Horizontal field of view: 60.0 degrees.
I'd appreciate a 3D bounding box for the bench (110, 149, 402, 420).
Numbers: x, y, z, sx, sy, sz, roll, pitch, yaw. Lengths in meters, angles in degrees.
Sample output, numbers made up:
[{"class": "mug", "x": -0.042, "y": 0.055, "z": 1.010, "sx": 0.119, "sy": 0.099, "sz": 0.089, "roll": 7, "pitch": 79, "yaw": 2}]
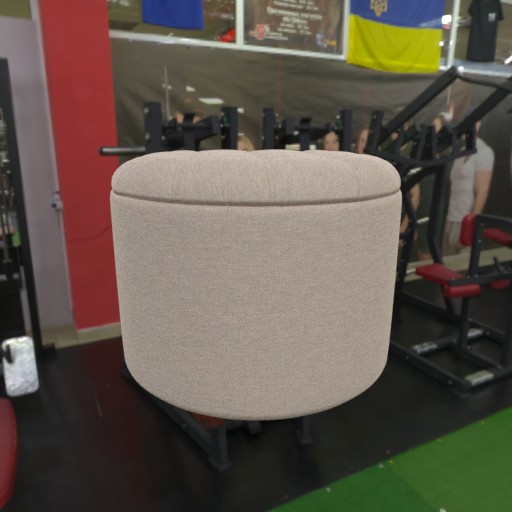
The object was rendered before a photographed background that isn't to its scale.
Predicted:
[{"class": "bench", "x": 0.000, "y": 0.000, "z": 0.992, "sx": 0.600, "sy": 0.454, "sz": 0.600, "roll": 0, "pitch": 15, "yaw": 0}]
